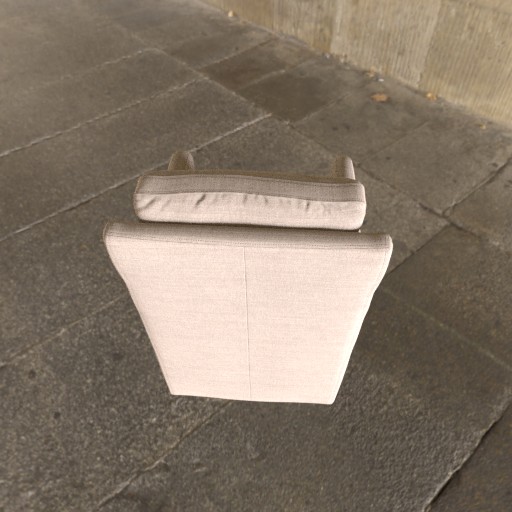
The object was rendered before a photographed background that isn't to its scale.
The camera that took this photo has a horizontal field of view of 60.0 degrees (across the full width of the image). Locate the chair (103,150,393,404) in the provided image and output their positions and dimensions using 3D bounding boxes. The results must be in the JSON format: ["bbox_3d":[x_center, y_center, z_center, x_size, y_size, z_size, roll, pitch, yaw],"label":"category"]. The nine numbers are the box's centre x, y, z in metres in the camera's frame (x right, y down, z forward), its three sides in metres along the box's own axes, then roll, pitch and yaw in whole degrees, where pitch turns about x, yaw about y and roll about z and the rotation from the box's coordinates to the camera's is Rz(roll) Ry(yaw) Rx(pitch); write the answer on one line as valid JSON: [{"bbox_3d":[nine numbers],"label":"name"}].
[{"bbox_3d":[0.000,0.000,1.399,0.626,0.914,0.694,3,47,3],"label":"chair"}]
